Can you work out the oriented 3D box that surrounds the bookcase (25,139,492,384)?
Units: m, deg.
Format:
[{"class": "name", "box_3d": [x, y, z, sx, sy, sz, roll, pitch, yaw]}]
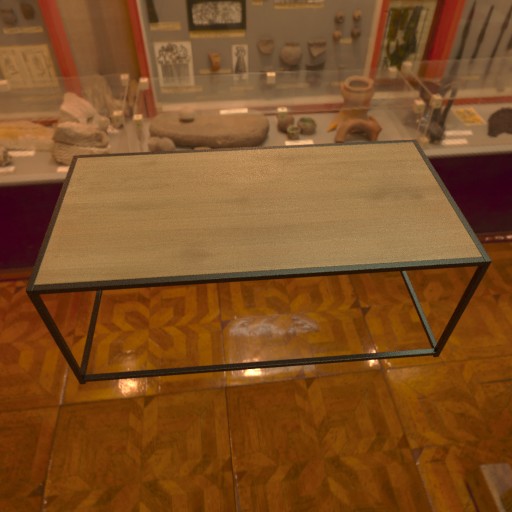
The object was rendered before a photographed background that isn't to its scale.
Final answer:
[{"class": "bookcase", "box_3d": [0.000, 0.000, 1.260, 1.000, 0.400, 0.500, -4, 46, -3]}]
